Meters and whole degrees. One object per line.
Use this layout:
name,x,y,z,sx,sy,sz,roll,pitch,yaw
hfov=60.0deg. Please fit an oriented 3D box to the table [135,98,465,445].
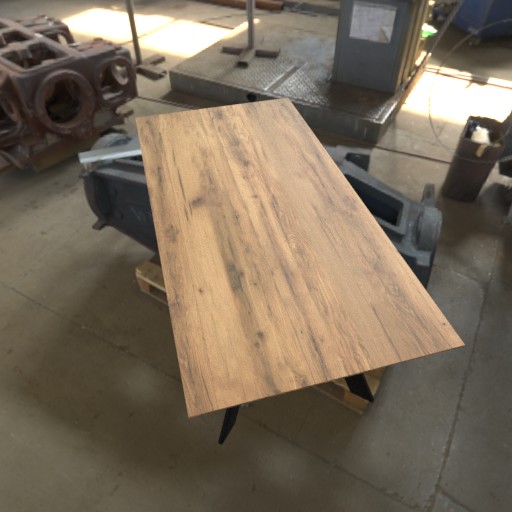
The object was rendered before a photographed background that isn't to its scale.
table,0.000,0.000,2.446,1.000,0.770,2.000,-11,46,-11
